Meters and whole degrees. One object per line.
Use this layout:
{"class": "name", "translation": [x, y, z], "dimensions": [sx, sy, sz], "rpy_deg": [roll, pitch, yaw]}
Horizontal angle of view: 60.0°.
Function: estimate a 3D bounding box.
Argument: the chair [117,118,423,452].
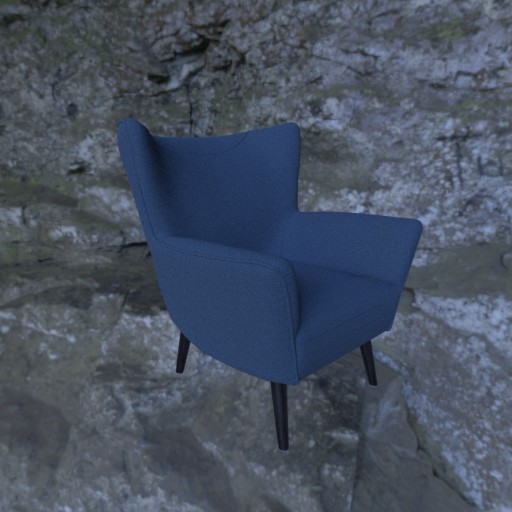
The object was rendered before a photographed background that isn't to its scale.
{"class": "chair", "translation": [0.000, 0.000, 1.582], "dimensions": [0.781, 0.933, 0.888], "rpy_deg": [-15, 21, -42]}
